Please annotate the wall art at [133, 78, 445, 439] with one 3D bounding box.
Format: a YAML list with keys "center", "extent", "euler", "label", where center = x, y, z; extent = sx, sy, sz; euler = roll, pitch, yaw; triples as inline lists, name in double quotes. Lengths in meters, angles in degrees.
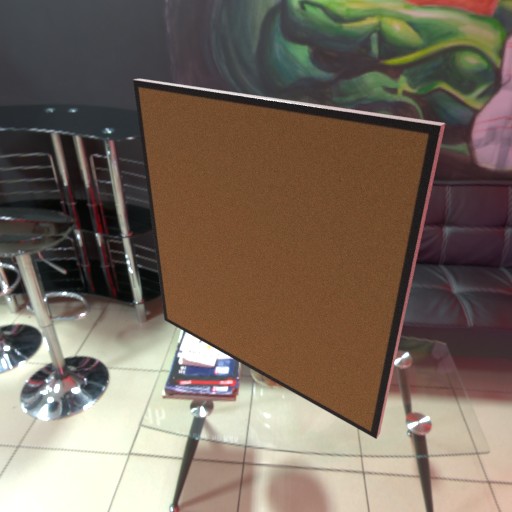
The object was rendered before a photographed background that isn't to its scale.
- center: [0.000, 0.000, 1.168]
  extent: [0.805, 0.803, 0.022]
  euler: [21, 36, 32]
  label: "wall art"
